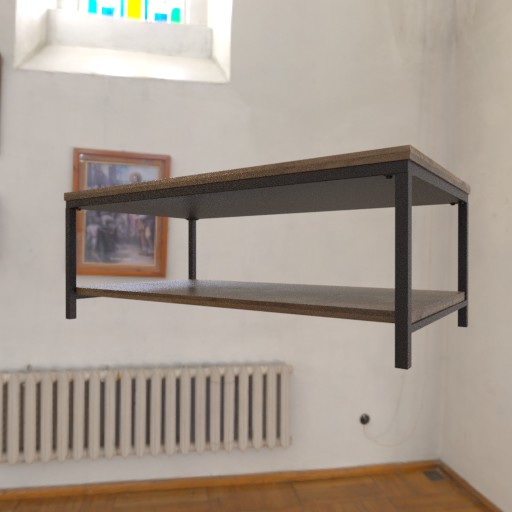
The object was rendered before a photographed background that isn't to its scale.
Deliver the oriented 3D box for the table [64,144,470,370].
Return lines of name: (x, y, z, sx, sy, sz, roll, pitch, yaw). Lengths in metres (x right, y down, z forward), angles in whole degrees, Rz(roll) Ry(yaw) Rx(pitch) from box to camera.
table: (0.000, 0.000, 1.311, 1.062, 0.393, 0.574, 0, 0, 35)
